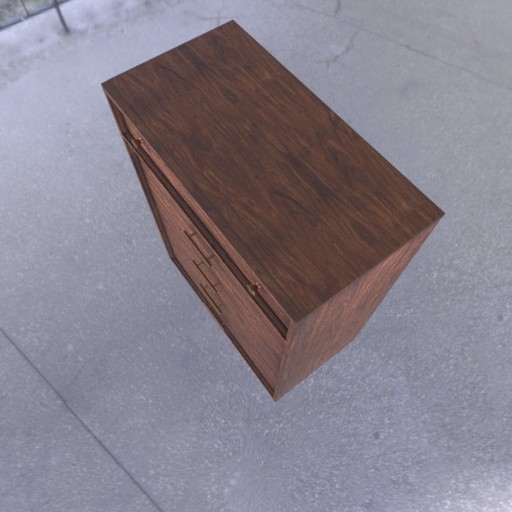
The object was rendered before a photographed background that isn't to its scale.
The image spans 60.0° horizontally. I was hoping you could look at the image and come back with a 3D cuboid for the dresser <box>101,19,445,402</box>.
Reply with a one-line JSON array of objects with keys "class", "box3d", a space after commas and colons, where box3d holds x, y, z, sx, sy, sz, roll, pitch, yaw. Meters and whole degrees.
[{"class": "dresser", "box3d": [0.000, 0.000, 1.818, 0.498, 1.365, 0.919, -34, 68, -15]}]
